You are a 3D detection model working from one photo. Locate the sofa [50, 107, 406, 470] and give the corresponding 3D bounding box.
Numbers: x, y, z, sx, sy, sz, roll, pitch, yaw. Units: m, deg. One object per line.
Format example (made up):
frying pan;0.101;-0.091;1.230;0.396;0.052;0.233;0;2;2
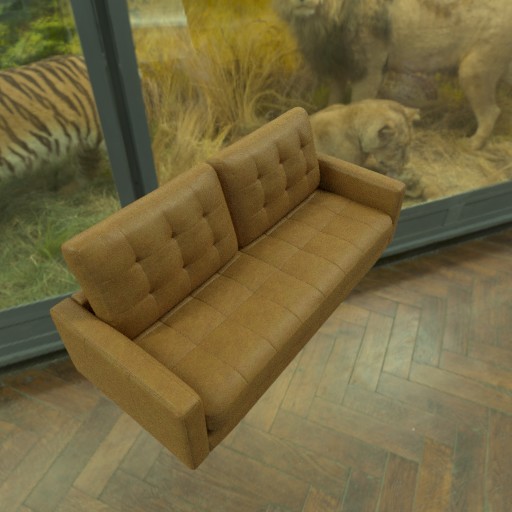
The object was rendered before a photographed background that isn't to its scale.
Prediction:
sofa;0.000;0.000;2.246;0.850;0.898;1.821;28;49;27
